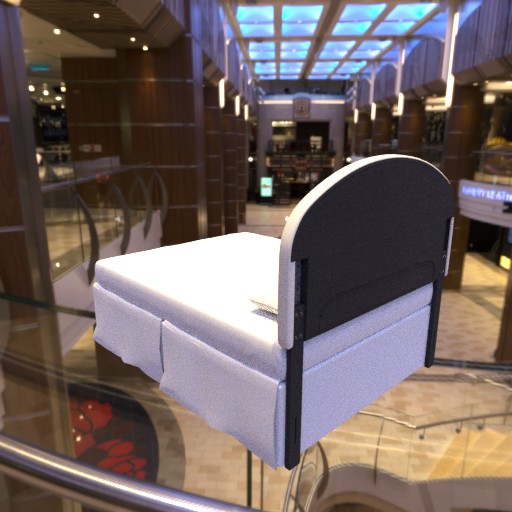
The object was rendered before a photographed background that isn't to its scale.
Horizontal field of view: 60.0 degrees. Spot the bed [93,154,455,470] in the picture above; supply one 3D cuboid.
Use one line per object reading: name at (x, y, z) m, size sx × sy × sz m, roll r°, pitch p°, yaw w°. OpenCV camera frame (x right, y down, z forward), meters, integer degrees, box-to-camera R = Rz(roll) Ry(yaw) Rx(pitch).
bed at (0.000, 0.000, 3.042) m, size 1.607 × 1.410 × 2.005 m, roll -14°, pitch 20°, yaw -41°
